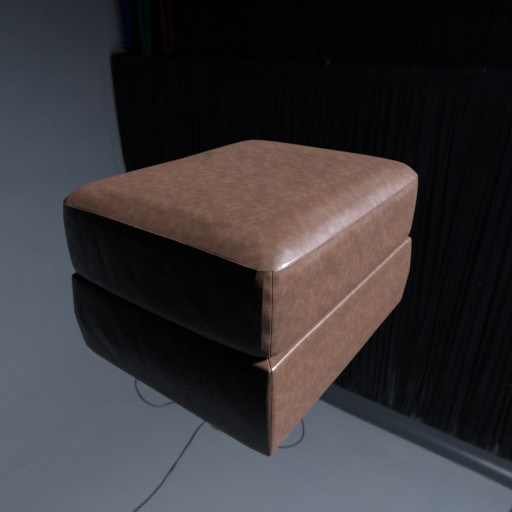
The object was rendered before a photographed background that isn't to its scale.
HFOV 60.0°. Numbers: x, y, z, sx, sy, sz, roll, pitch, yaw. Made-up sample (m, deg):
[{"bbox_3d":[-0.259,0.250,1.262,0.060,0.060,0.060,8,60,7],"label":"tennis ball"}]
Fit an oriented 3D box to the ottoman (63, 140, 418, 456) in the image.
[{"bbox_3d":[0.000,0.000,1.163,0.603,0.476,0.751,18,31,32],"label":"ottoman"}]
